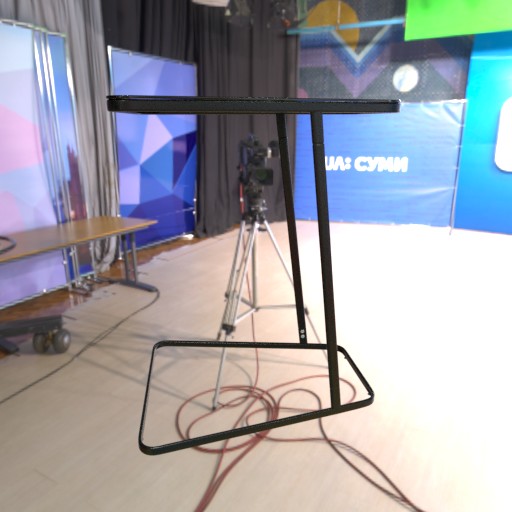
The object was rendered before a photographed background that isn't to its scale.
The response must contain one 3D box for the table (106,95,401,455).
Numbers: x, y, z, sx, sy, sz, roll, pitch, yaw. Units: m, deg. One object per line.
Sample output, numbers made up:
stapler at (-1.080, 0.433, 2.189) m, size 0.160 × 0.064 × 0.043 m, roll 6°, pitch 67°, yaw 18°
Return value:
table at (0.000, 0.000, 0.948) m, size 0.500 × 0.624 × 0.427 m, roll -2°, pitch 17°, yaw -8°
